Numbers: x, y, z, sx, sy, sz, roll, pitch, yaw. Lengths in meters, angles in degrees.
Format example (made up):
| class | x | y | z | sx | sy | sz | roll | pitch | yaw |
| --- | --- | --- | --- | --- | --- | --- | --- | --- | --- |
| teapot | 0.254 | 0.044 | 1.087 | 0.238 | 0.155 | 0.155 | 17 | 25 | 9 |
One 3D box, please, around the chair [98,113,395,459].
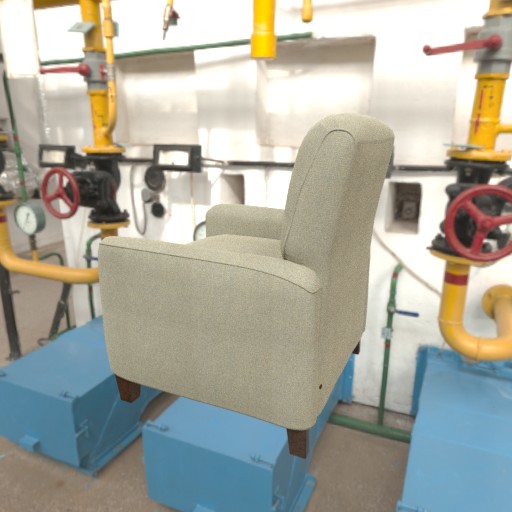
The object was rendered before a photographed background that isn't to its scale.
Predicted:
| class | x | y | z | sx | sy | sz | roll | pitch | yaw |
| --- | --- | --- | --- | --- | --- | --- | --- | --- | --- |
| chair | 0.000 | 0.000 | 1.665 | 0.853 | 1.006 | 0.850 | 7 | 18 | 24 |
